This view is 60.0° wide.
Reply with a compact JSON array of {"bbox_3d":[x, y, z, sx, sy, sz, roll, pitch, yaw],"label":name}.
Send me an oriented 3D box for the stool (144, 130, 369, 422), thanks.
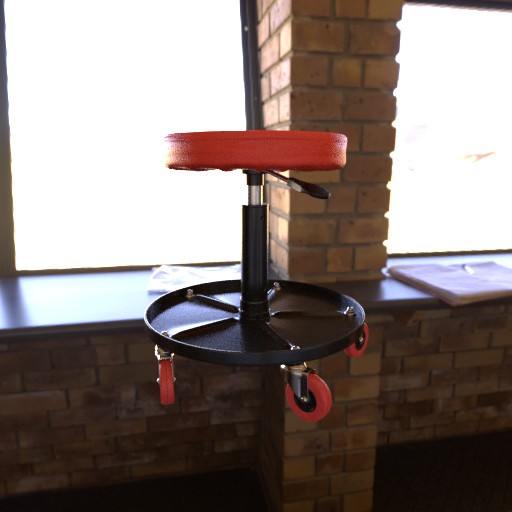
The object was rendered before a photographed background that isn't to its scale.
[{"bbox_3d":[0.000,0.000,0.692,0.381,0.365,0.382,-11,17,-42],"label":"stool"}]
